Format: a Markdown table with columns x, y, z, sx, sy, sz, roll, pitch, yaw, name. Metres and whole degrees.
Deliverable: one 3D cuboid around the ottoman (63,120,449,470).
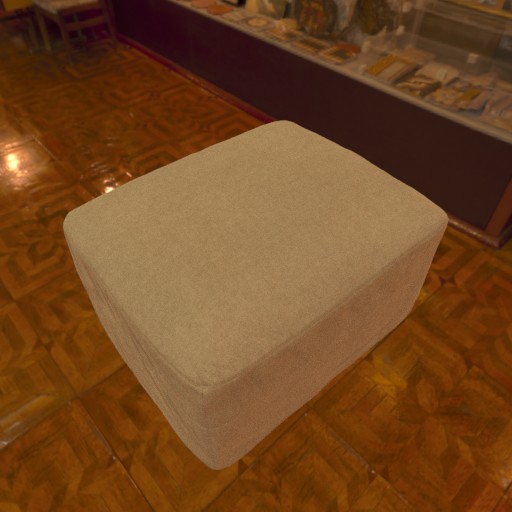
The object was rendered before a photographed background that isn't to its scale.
| x | y | z | sx | sy | sz | roll | pitch | yaw | name |
| --- | --- | --- | --- | --- | --- | --- | --- | --- | --- |
| 0.000 | 0.000 | 1.250 | 0.837 | 0.481 | 0.683 | -31 | 54 | -26 | ottoman |
